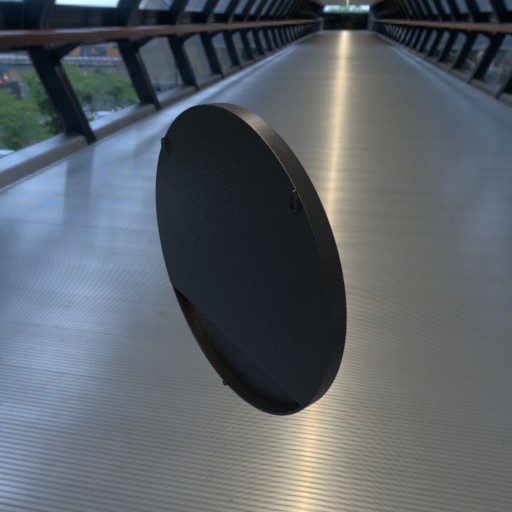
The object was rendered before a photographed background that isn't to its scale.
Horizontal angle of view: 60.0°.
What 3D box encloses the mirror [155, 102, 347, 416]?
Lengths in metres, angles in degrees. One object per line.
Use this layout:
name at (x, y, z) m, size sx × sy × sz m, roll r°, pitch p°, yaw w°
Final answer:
mirror at (0.000, 0.000, 0.687) m, size 0.133 × 0.457 × 0.457 m, roll -18°, pitch 32°, yaw -31°
